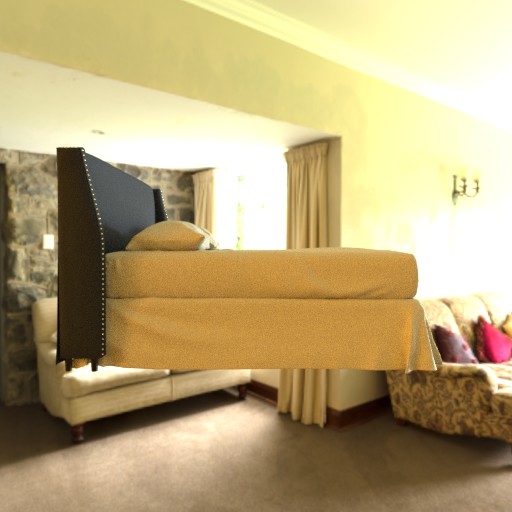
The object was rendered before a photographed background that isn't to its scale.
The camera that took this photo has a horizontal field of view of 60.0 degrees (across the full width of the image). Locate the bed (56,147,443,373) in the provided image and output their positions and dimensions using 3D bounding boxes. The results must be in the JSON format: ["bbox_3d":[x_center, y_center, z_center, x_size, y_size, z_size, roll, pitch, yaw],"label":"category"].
[{"bbox_3d":[0.000,0.000,3.468,2.276,1.332,1.925,0,1,2],"label":"bed"}]
